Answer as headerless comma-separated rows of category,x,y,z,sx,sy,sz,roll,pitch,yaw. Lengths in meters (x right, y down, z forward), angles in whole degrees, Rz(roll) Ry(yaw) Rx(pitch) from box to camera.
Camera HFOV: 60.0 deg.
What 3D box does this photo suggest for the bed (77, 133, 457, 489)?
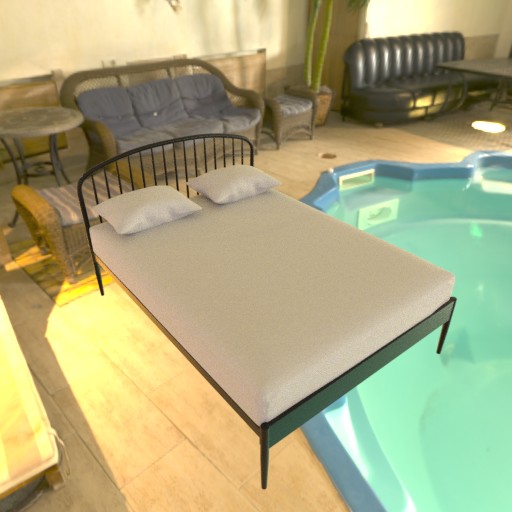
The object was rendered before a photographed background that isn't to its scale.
bed,0.000,0.000,3.089,1.618,1.166,2.159,-22,37,-32
